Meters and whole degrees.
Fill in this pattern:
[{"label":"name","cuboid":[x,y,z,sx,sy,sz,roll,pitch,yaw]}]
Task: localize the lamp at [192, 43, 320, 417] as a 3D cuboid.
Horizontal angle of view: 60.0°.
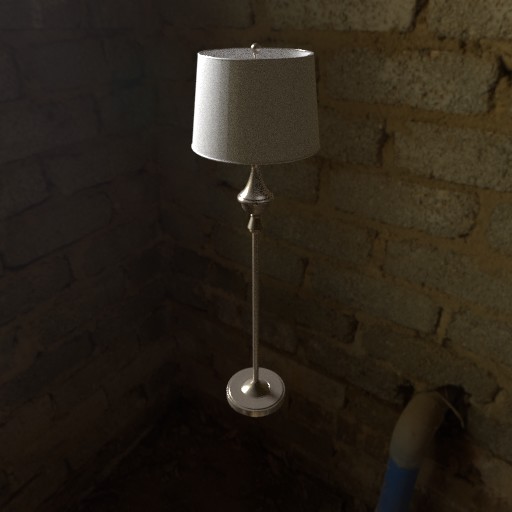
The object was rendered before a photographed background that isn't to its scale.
[{"label":"lamp","cuboid":[0.000,0.000,1.714,0.431,1.488,0.431,0,30,0]}]
